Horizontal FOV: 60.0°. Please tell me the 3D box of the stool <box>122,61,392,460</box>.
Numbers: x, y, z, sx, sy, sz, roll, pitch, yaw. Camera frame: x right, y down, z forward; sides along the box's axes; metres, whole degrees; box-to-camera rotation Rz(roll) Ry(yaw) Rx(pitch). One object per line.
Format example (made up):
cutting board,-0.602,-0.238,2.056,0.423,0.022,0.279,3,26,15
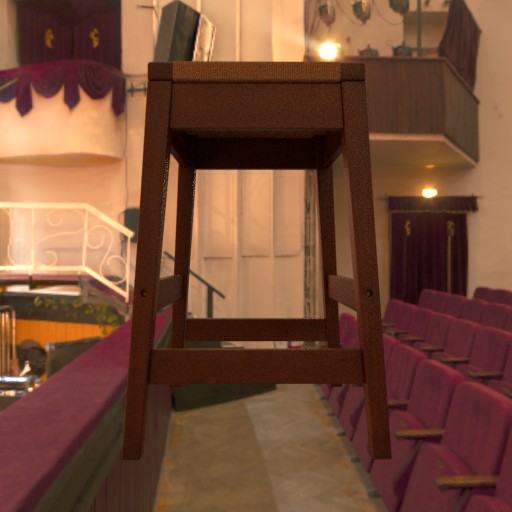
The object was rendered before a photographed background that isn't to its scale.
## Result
stool,0.000,0.000,1.077,0.507,0.762,0.497,0,0,0
